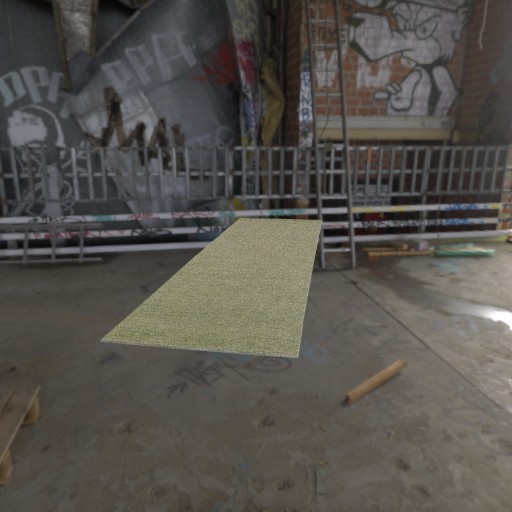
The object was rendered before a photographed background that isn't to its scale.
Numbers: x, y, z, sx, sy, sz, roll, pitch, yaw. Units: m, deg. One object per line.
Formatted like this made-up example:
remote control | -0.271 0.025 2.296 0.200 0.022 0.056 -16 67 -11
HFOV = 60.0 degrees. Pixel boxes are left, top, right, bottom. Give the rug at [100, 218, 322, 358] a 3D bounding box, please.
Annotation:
rug | 0.000 0.000 2.580 0.686 0.013 2.340 3 16 10
